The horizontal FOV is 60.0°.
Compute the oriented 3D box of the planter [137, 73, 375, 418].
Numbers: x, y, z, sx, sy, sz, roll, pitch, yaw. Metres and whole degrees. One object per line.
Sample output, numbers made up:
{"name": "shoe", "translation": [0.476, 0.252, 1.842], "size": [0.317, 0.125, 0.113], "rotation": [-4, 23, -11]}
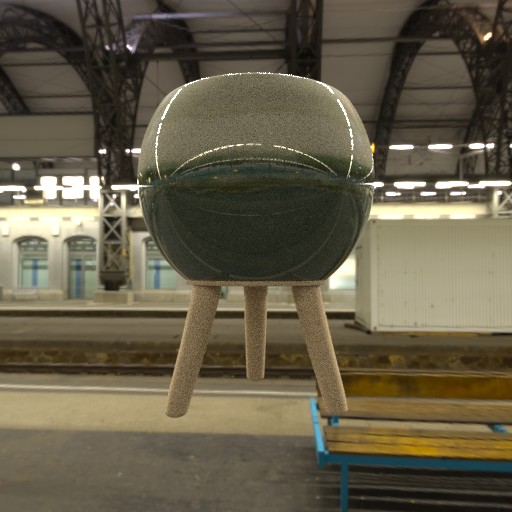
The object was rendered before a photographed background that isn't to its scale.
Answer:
{"name": "planter", "translation": [0.000, 0.000, 0.426], "size": [0.222, 0.278, 0.222], "rotation": [0, -2, 0]}
